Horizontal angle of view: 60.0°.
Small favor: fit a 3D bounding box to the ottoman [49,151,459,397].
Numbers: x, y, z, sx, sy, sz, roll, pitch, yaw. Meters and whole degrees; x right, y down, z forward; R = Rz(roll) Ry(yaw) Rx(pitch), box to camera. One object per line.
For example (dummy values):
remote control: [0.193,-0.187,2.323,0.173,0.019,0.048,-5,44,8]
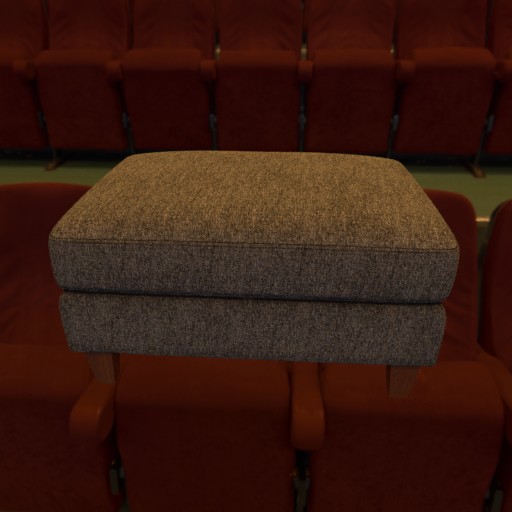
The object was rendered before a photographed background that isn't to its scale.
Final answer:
ottoman: [0.000,0.000,1.206,0.864,0.483,0.584,2,29,3]
